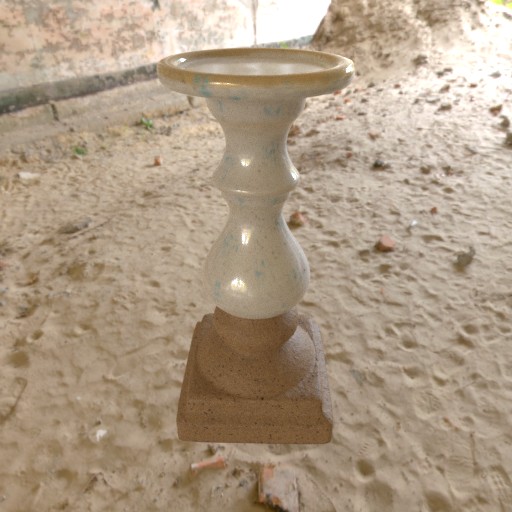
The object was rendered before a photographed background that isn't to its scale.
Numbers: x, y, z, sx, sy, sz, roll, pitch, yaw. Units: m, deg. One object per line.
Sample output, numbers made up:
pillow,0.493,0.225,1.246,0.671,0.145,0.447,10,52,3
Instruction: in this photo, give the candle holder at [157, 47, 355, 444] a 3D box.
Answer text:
candle holder,0.000,0.000,0.292,0.110,0.239,0.110,1,32,1
